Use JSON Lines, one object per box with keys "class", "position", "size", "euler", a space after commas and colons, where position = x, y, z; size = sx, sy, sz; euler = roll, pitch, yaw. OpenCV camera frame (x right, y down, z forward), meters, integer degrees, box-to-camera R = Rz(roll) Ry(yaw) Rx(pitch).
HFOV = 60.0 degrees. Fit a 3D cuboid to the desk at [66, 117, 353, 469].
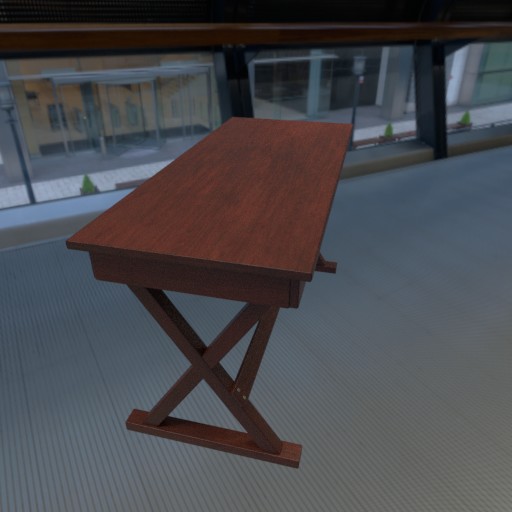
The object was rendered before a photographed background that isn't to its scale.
{"class": "desk", "position": [0.000, 0.000, 1.768], "size": [0.600, 0.761, 1.372], "euler": [7, 31, 12]}
